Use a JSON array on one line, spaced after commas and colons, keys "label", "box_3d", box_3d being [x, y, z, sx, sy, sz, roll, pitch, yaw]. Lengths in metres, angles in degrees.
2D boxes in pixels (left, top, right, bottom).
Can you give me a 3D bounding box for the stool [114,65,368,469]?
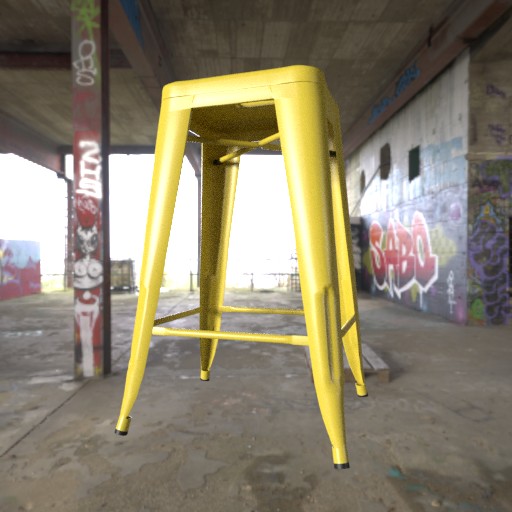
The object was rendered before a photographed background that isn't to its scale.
[{"label": "stool", "box_3d": [0.000, 0.000, 0.856, 0.399, 0.609, 0.359, 0, 1, 18]}]
